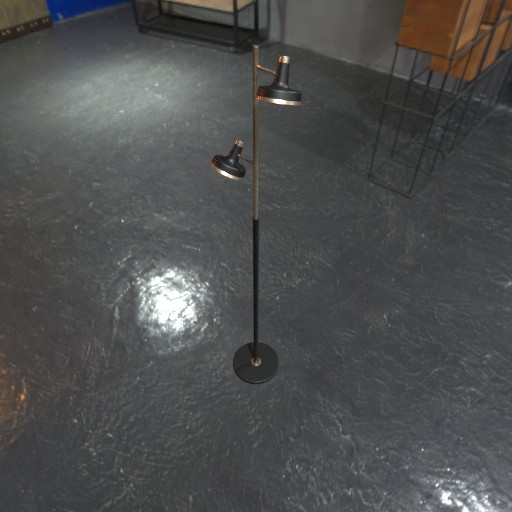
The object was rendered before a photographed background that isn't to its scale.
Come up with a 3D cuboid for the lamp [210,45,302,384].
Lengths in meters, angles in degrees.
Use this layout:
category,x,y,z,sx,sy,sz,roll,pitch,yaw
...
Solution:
category,x,y,z,sx,sy,sz,roll,pitch,yaw
lamp,0.000,0.000,1.840,0.351,1.674,0.253,33,54,28
